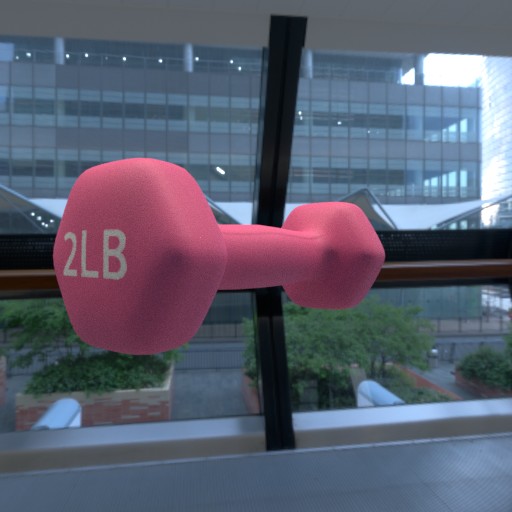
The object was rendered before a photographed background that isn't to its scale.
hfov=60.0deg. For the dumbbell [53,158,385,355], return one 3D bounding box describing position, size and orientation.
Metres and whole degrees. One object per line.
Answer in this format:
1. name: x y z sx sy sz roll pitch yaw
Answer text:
1. dumbbell: 0.000 0.000 0.173 0.058 0.053 0.146 0 0 37
